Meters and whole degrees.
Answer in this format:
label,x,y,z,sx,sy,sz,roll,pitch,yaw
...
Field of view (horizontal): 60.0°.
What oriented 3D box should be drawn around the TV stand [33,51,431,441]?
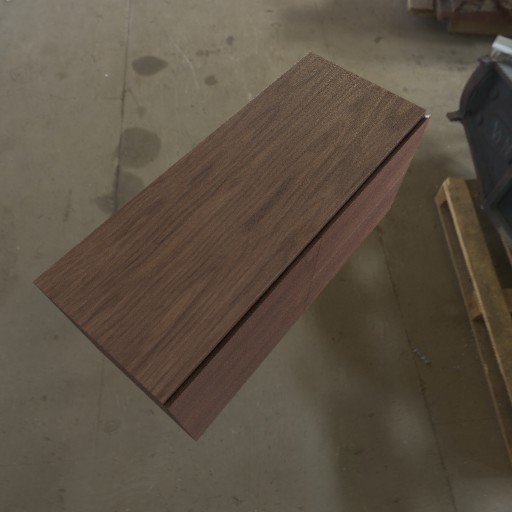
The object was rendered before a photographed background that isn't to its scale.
label,x,y,z,sx,sy,sz,roll,pitch,yaw
TV stand,0.000,0.000,1.345,0.405,0.660,0.990,36,66,19
